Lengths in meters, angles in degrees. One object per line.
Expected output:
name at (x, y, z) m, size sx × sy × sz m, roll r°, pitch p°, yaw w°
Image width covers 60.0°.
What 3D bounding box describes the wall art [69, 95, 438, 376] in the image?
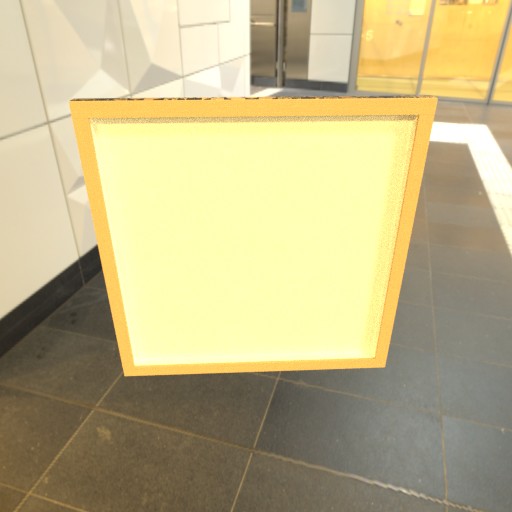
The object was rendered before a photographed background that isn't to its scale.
wall art at (0.000, 0.000, 1.338) m, size 0.914 × 0.914 × 0.038 m, roll -1°, pitch 30°, yaw -2°
